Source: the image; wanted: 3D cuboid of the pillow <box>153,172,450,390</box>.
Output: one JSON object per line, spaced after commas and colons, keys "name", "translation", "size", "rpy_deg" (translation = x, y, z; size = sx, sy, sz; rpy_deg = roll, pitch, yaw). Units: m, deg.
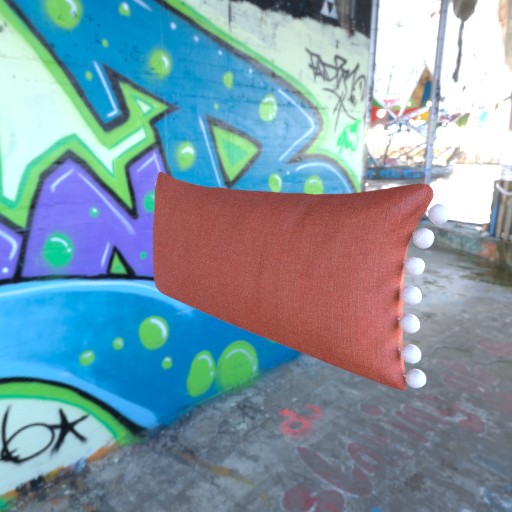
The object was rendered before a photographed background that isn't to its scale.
{"name": "pillow", "translation": [0.000, 0.000, 0.865], "size": [0.709, 0.322, 0.201], "rpy_deg": [14, 20, 42]}
